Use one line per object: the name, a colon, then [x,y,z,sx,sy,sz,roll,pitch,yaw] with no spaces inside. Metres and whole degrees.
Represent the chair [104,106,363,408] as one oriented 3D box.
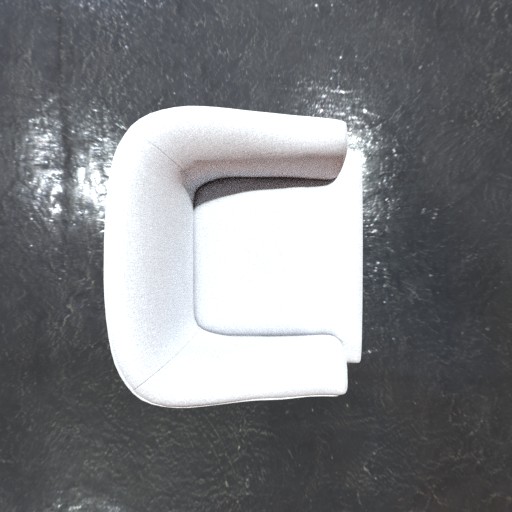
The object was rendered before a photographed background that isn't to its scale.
chair: [0.000,0.000,1.443,0.704,0.815,0.798,0,91,1]
